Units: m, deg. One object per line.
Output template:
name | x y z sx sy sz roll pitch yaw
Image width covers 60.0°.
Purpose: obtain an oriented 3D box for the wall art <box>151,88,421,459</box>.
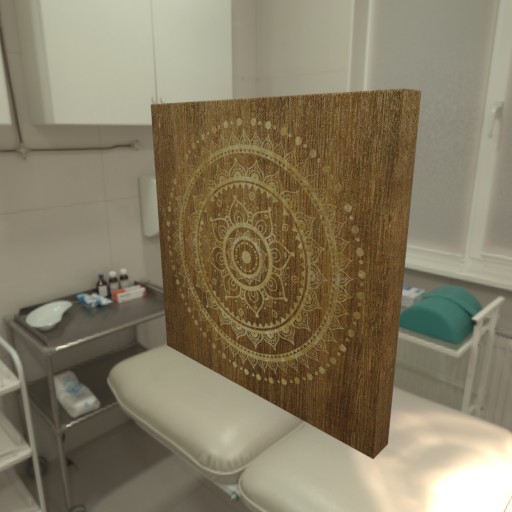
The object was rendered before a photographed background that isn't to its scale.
wall art | 0.000 0.000 0.602 0.406 0.403 0.039 15 22 41
